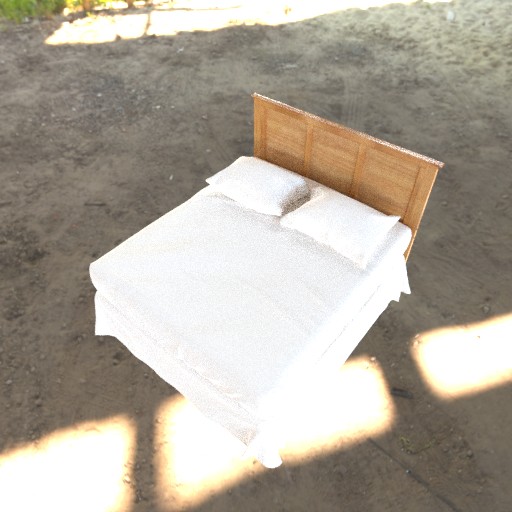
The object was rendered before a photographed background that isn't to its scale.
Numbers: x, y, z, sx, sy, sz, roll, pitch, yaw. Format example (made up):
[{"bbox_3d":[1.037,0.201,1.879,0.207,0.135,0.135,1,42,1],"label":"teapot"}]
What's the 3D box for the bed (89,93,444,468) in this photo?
[{"bbox_3d":[0.000,0.000,3.263,1.870,1.273,2.035,30,53,26],"label":"bed"}]
